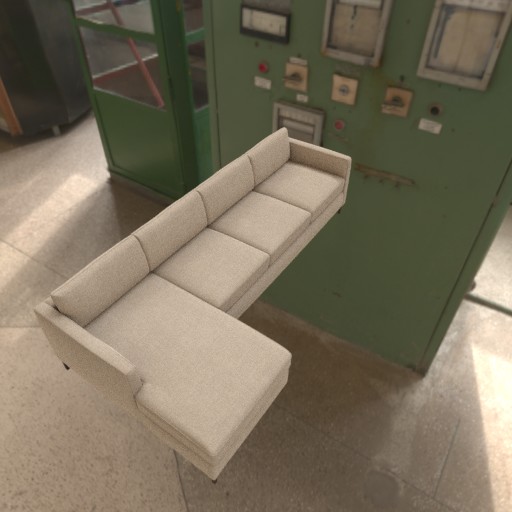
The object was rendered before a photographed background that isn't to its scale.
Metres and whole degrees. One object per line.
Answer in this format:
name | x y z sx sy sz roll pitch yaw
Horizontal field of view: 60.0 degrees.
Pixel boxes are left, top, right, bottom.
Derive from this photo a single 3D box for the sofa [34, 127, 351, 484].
sofa | 0.000 0.000 3.506 1.469 0.816 2.923 25 48 25
